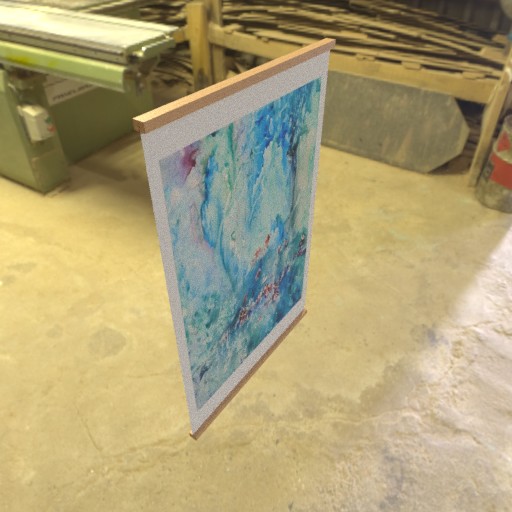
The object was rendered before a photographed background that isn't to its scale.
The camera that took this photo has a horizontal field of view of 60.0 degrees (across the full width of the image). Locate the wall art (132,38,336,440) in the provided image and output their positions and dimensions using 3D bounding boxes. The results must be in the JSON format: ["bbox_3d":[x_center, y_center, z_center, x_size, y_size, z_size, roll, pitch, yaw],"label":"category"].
[{"bbox_3d":[0.000,0.000,1.877,0.040,1.510,0.991,24,45,27],"label":"wall art"}]
